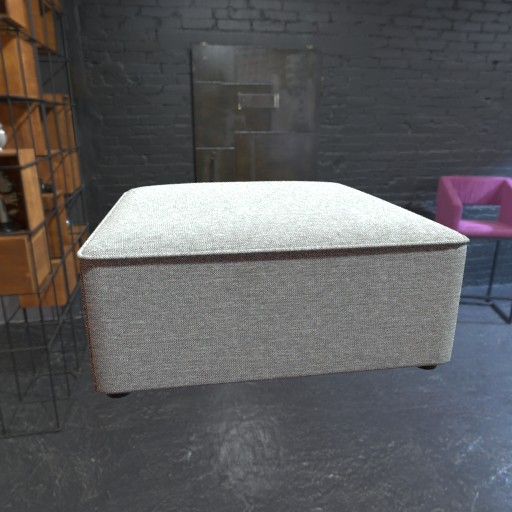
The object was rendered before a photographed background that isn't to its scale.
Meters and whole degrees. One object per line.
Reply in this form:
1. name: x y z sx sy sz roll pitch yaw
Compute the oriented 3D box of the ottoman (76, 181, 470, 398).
1. ottoman: 0.000 0.000 1.602 1.005 0.455 1.005 -3 17 -9
